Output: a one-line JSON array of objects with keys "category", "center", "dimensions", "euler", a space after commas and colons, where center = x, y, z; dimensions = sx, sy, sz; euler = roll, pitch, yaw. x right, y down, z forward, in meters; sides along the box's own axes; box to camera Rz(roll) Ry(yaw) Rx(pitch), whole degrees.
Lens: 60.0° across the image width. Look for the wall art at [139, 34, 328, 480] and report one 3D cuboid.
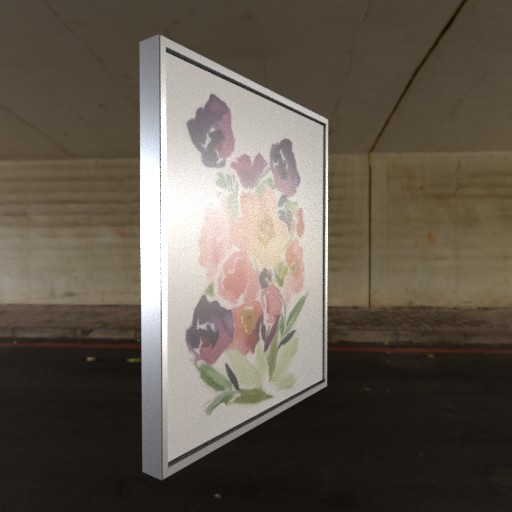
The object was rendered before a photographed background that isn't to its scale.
[{"category": "wall art", "center": [0.000, 0.000, 0.739], "dimensions": [0.038, 0.549, 0.452], "euler": [1, 2, 36]}]
